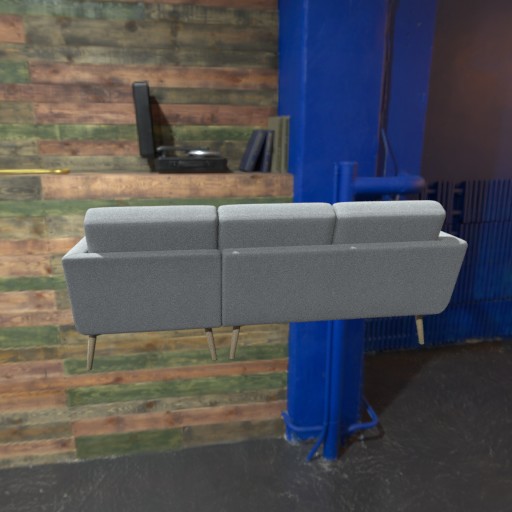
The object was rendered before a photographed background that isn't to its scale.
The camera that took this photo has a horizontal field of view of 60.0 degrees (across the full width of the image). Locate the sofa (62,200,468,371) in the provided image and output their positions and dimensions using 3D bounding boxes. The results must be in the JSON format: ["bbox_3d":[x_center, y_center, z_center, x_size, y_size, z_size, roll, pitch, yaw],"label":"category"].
[{"bbox_3d":[0.000,0.000,2.891,2.040,0.860,1.530,-2,15,-8],"label":"sofa"}]
